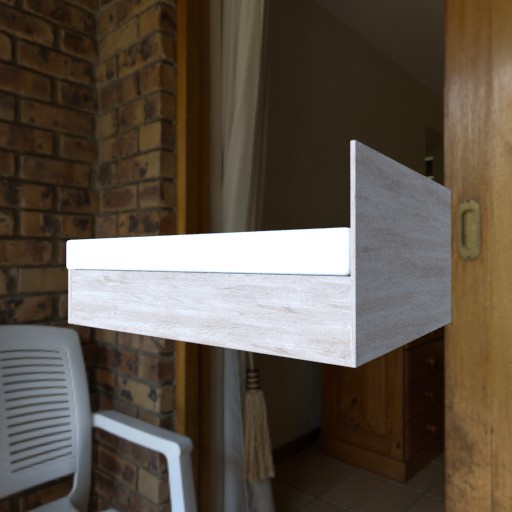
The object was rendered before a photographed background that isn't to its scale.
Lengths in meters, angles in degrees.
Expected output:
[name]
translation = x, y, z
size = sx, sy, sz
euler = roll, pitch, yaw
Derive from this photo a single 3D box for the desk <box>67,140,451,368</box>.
[desk]
translation = 0.000, 0.000, 2.683
size = 1.900, 0.800, 1.400
euler = 0, -1, 36
